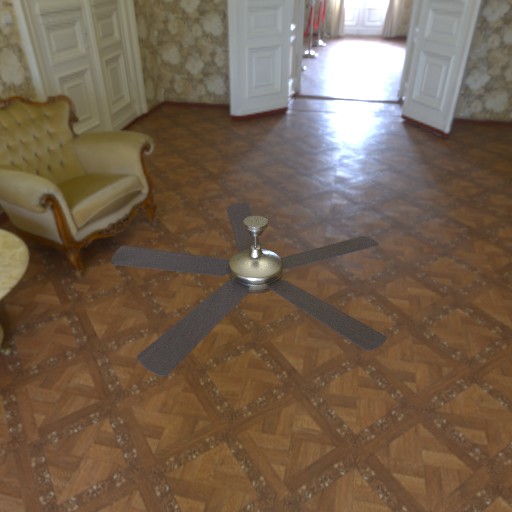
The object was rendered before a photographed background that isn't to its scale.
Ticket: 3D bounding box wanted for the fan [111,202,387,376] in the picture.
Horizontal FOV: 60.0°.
[{"bbox_3d":[0.000,0.000,2.004,1.321,0.356,1.321,-20,38,-28],"label":"fan"}]
